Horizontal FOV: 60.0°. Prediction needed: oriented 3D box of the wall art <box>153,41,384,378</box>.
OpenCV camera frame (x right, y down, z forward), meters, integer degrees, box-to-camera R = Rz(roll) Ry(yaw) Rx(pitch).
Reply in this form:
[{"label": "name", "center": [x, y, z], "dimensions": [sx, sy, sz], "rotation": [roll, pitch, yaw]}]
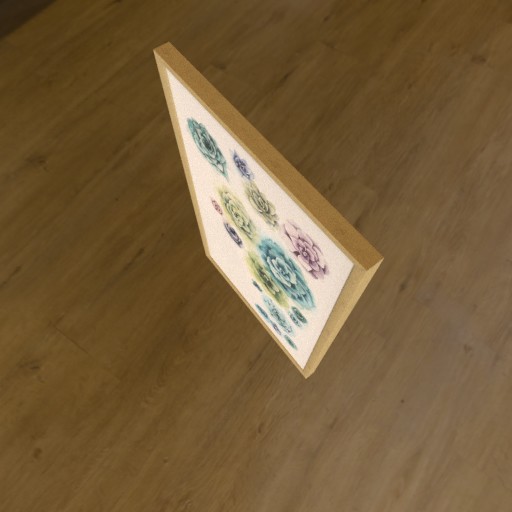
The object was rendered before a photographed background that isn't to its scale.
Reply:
[{"label": "wall art", "center": [0.000, 0.000, 1.021], "dimensions": [0.039, 0.810, 0.510], "rotation": [-35, 70, -15]}]
